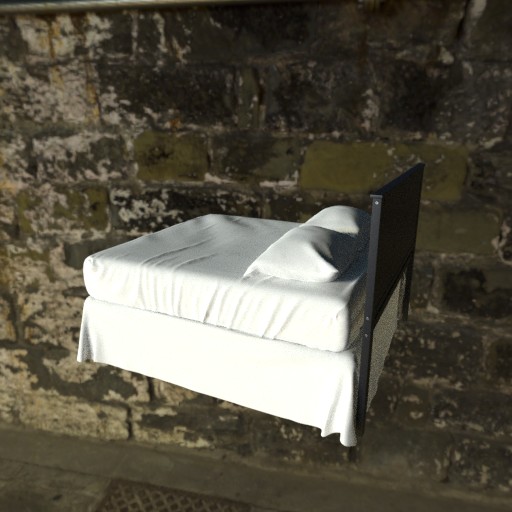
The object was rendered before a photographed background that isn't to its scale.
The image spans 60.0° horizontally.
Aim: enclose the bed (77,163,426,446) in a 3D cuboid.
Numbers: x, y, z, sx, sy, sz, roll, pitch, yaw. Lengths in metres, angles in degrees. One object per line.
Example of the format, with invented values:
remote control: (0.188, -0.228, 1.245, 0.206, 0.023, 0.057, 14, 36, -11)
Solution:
bed: (0.000, 0.000, 3.228, 2.050, 1.270, 1.870, 8, 19, 25)
